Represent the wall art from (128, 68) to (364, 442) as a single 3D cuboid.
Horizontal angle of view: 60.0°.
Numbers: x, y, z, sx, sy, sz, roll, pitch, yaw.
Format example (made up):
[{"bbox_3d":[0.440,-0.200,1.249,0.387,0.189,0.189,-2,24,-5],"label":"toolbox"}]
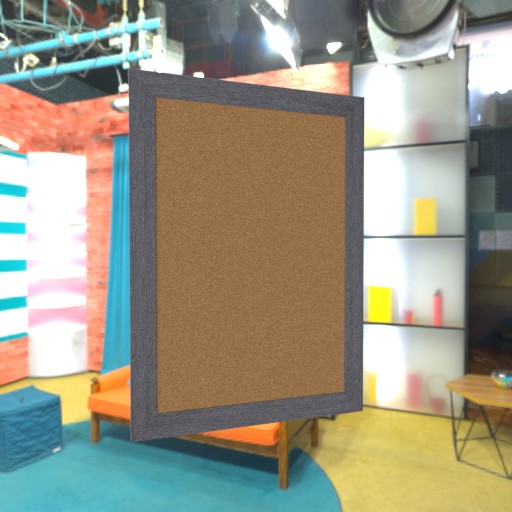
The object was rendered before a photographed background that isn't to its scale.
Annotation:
[{"bbox_3d":[0.000,0.000,1.399,0.768,1.070,0.020,0,1,-18],"label":"wall art"}]
